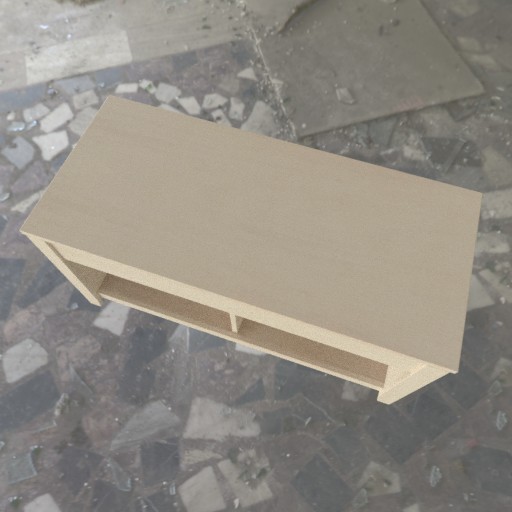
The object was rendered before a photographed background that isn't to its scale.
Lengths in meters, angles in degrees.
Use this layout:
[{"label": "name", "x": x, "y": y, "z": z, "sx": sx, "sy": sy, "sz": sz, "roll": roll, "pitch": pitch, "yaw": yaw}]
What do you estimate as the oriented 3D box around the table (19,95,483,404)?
[{"label": "table", "x": 0.000, "y": 0.000, "z": 1.276, "sx": 1.016, "sy": 0.483, "sz": 0.457, "roll": 17, "pitch": 65, "yaw": 8}]
